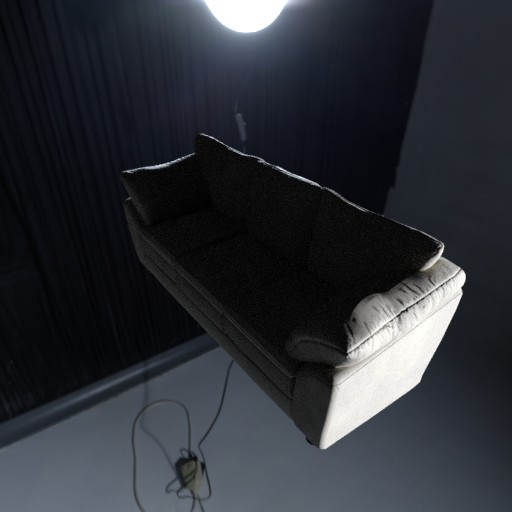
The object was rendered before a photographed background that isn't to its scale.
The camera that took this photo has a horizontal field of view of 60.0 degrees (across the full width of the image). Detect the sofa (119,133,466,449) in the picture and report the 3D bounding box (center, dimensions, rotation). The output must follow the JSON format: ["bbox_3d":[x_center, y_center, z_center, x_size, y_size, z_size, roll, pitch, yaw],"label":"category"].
[{"bbox_3d":[0.000,0.000,2.789,0.878,0.996,2.334,-20,36,-30],"label":"sofa"}]
